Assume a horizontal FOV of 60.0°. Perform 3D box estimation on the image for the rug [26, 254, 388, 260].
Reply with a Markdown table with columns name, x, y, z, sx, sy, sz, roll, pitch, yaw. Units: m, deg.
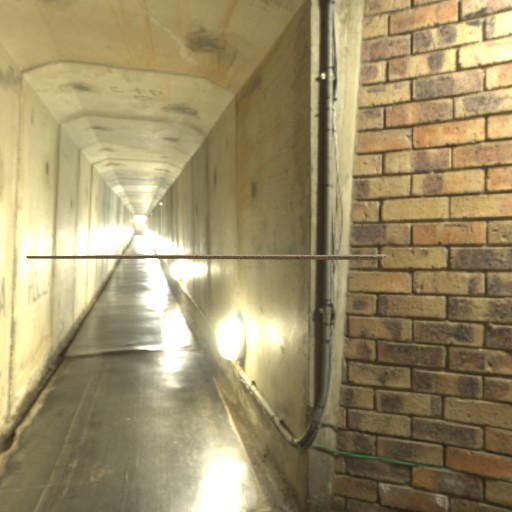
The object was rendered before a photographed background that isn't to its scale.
| name | x | y | z | sx | sy | sz | roll | pitch | yaw |
| --- | --- | --- | --- | --- | --- | --- | --- | --- | --- |
| rug | 0.000 | 0.000 | 4.861 | 2.757 | 0.051 | 3.626 | 0 | 0 | 17 |
